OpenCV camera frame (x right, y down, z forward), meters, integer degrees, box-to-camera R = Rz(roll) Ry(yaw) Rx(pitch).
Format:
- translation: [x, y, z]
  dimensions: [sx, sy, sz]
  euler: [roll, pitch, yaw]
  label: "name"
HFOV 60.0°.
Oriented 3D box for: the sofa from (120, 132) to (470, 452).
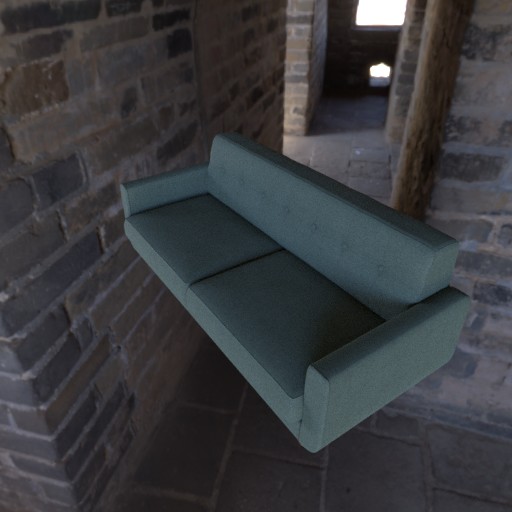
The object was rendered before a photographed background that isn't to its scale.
- translation: [0.000, 0.000, 2.497]
  dimensions: [0.909, 0.841, 2.029]
  euler: [-21, 39, -28]
  label: "sofa"
